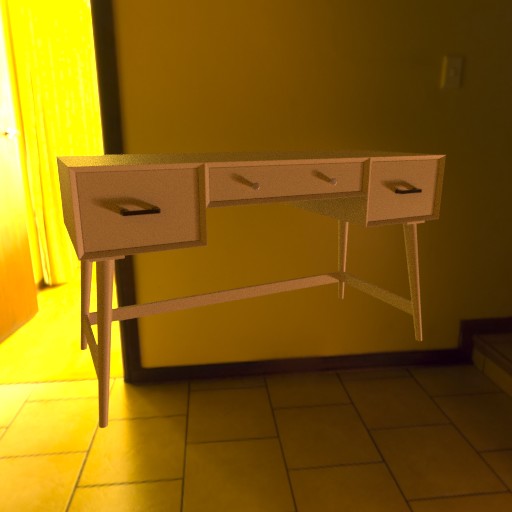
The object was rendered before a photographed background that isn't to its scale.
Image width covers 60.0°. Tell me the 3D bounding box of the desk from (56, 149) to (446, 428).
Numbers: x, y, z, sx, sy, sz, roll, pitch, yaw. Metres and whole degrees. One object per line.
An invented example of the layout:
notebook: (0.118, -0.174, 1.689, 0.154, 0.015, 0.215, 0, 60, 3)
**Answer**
desk: (0.000, 0.000, 1.721, 1.313, 0.762, 0.589, -8, 17, -25)
